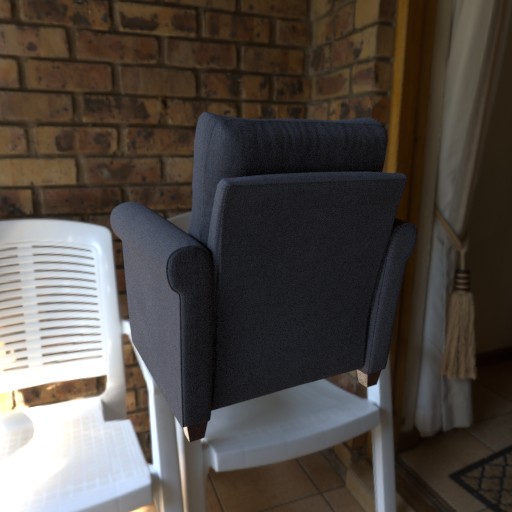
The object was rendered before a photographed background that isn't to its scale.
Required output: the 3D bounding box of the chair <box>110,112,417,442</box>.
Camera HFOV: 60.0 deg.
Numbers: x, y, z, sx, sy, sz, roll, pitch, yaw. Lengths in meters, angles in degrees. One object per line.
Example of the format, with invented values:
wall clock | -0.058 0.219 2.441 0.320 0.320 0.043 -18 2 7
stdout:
chair | 0.000 0.000 1.602 0.867 0.942 0.828 -7 15 -27
